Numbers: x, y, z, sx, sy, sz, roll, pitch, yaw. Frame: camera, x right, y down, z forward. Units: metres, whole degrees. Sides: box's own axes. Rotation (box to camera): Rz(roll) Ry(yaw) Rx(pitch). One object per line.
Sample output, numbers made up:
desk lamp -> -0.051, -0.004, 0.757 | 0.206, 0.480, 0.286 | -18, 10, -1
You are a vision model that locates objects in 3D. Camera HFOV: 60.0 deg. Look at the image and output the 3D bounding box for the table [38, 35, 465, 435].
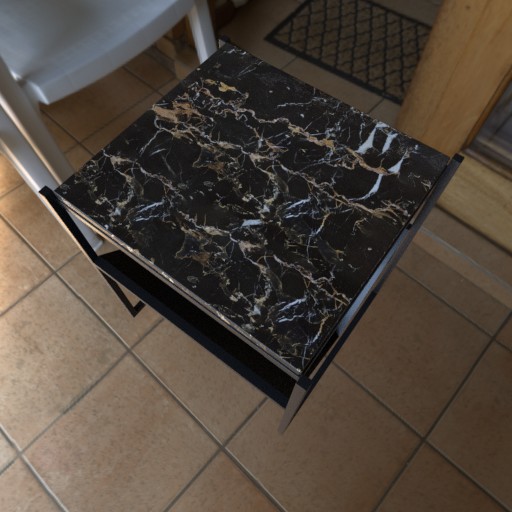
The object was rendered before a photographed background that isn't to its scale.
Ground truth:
table -> 0.000, 0.000, 0.894 | 0.469, 0.534, 0.432 | 34, 68, 16
